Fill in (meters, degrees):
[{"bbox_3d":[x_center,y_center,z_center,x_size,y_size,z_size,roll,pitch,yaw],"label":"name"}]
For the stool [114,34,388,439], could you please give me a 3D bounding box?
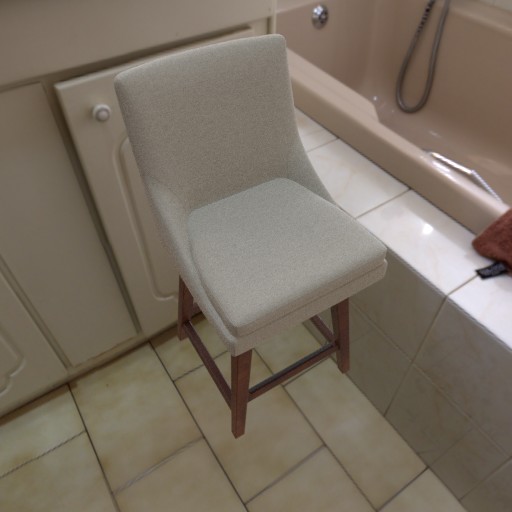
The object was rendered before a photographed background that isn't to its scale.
[{"bbox_3d":[0.000,0.000,1.275,0.469,0.991,0.559,-24,52,-20],"label":"stool"}]
